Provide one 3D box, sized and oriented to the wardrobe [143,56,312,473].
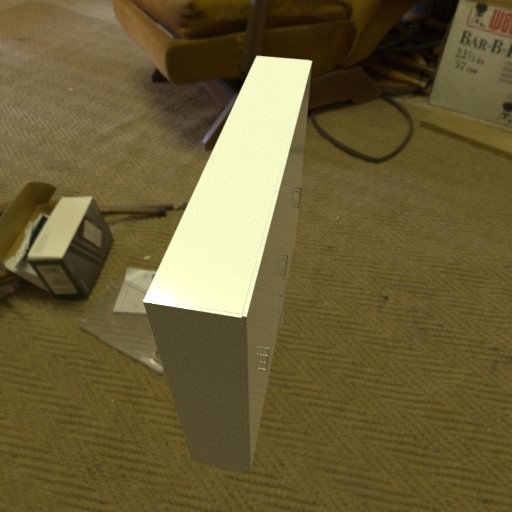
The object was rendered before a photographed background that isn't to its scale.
[{"bbox_3d":[0.000,0.000,4.079,0.580,2.360,3.000,8,48,8],"label":"wardrobe"}]
